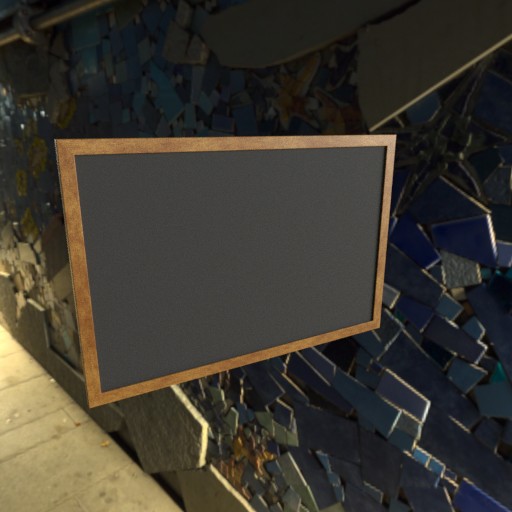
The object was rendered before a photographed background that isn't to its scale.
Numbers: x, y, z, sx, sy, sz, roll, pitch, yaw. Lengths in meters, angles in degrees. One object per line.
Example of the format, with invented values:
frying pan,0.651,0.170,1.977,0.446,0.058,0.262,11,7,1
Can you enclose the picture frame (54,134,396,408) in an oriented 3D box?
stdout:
picture frame,0.000,0.000,1.192,0.922,0.621,0.029,-9,19,-27
